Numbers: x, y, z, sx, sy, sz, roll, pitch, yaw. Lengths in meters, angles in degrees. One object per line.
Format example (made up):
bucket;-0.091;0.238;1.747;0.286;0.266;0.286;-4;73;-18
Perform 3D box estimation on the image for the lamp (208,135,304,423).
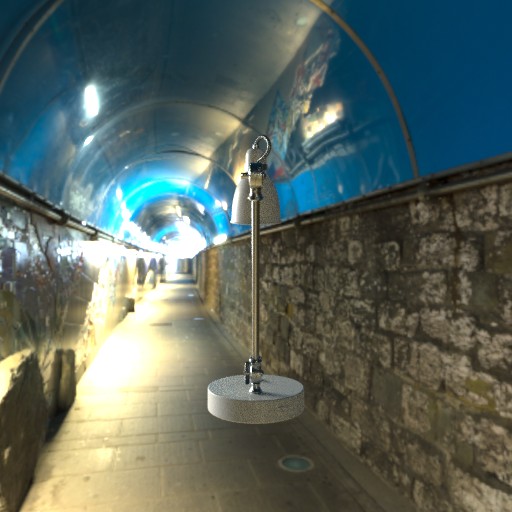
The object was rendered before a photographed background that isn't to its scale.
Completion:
lamp;0.000;0.000;0.897;0.187;0.587;0.561;0;-1;0
